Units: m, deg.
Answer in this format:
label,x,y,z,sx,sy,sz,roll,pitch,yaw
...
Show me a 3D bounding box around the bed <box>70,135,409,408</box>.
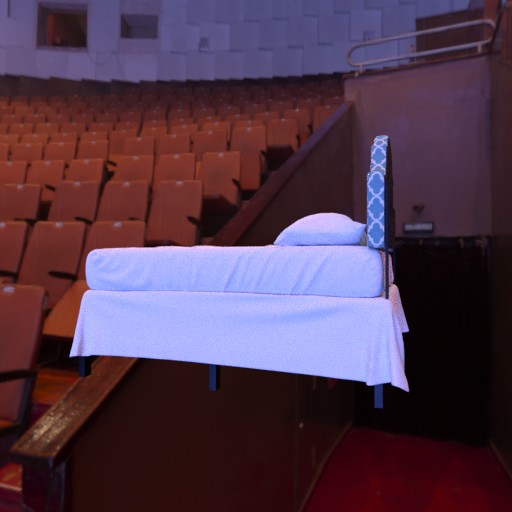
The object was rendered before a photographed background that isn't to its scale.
label,x,y,z,sx,sy,sz,roll,pitch,yaw
bed,0.000,0.000,3.401,2.222,1.633,1.780,0,0,19
